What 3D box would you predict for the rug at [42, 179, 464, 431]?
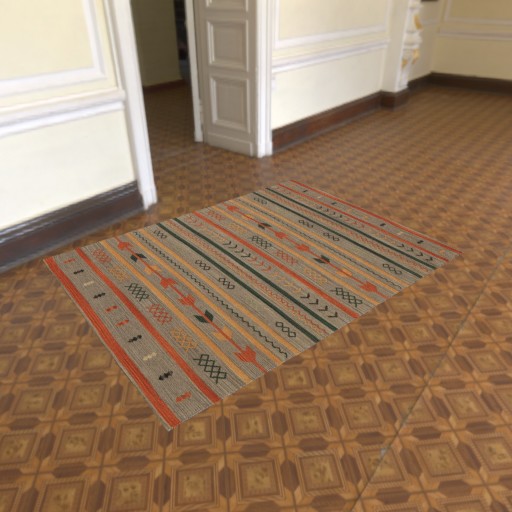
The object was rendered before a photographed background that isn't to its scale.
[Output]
[{"bbox_3d":[0.000,0.000,3.948,3.029,0.022,2.263,-23,38,-32],"label":"rug"}]
